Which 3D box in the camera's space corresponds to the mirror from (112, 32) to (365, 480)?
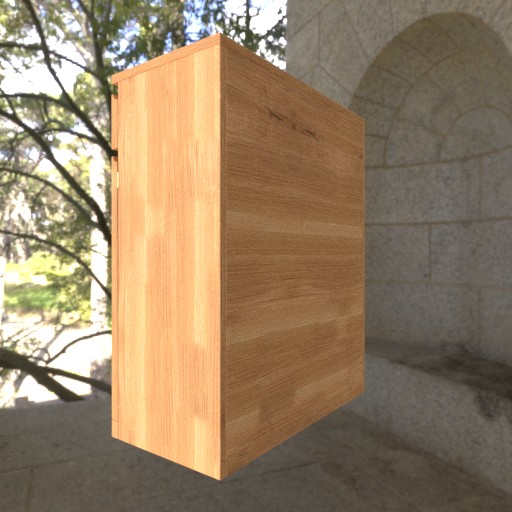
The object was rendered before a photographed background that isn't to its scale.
[{"bbox_3d":[0.000,0.000,1.426,0.400,1.000,0.800,0,0,37],"label":"mirror"}]
